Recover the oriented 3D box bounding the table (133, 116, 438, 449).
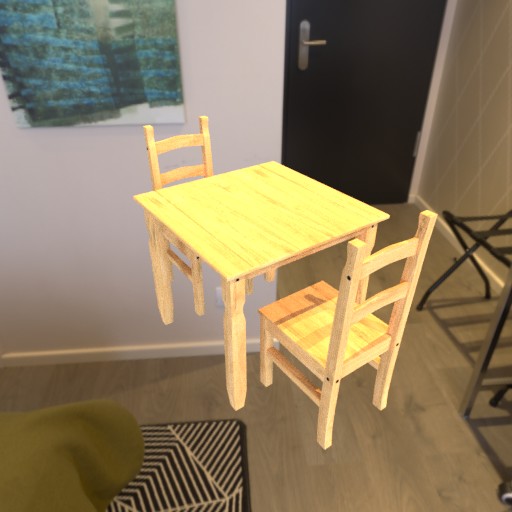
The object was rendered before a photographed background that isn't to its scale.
[{"bbox_3d":[0.000,0.000,2.097,0.813,0.942,1.501,-20,37,-29],"label":"table"}]
